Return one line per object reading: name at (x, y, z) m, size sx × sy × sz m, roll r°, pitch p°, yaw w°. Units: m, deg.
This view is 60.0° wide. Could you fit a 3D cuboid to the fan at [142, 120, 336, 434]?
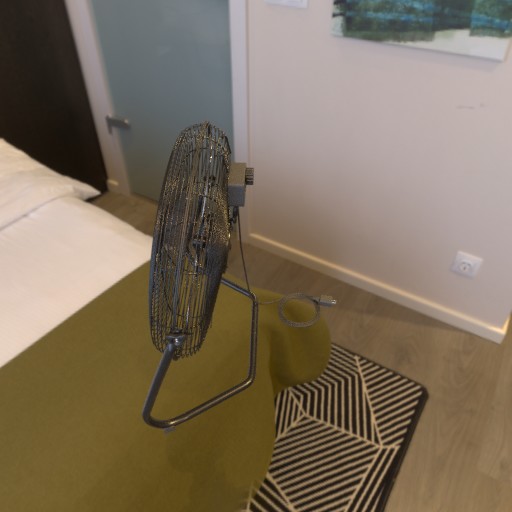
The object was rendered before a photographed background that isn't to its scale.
fan at (0.000, 0.000, 1.028) m, size 0.470 × 0.605 × 0.595 m, roll 1°, pitch 41°, yaw 1°
